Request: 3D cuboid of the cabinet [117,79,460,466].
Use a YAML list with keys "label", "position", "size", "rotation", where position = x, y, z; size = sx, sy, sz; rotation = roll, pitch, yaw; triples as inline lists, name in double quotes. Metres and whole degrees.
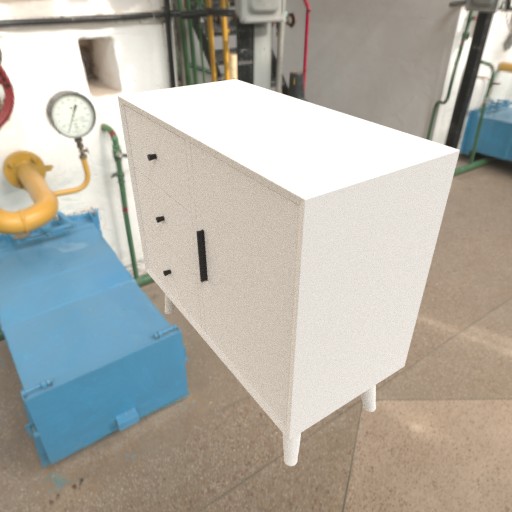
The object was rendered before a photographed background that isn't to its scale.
- label: "cabinet"
  position: [0.000, 0.000, 1.235]
  size: [0.398, 0.761, 0.800]
  rotation: [-20, 38, -29]
